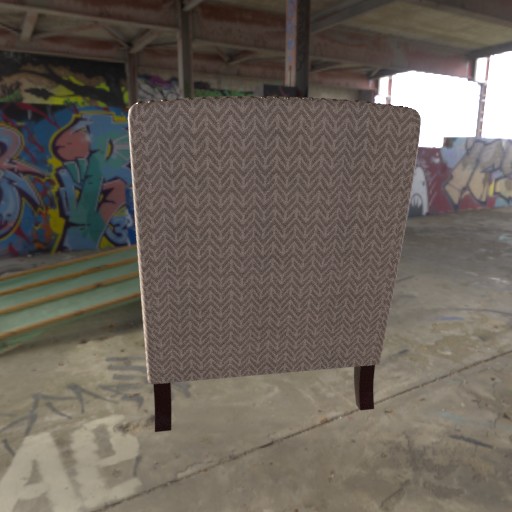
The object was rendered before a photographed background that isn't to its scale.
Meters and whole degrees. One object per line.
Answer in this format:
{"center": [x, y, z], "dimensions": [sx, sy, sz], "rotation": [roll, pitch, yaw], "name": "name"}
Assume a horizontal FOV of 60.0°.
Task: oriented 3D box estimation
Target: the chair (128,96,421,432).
{"center": [0.000, 0.000, 1.295], "dimensions": [0.623, 0.816, 0.651], "rotation": [-2, 13, -10], "name": "chair"}
